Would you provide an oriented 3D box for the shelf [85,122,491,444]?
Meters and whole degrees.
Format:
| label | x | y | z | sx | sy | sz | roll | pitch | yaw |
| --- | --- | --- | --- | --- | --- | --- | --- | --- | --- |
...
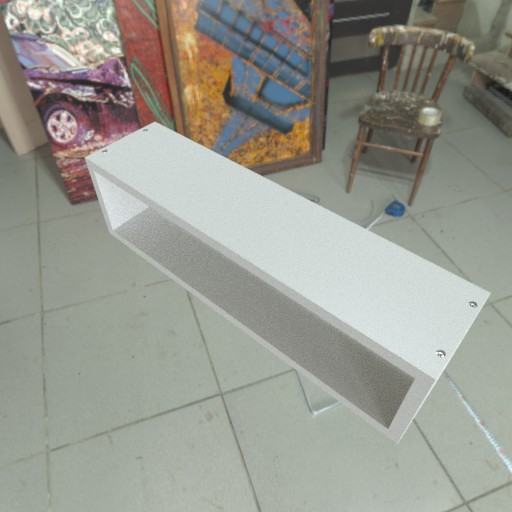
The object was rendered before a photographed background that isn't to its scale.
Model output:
| label | x | y | z | sx | sy | sz | roll | pitch | yaw |
| --- | --- | --- | --- | --- | --- | --- | --- | --- | --- |
| shelf | 0.000 | 0.000 | 0.687 | 0.610 | 0.170 | 0.150 | 32 | 54 | 27 |
